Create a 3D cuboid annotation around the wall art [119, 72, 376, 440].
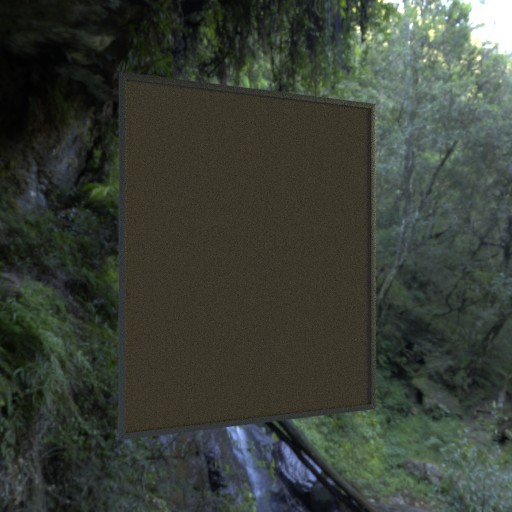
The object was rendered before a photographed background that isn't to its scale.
[{"bbox_3d":[0.000,0.000,0.752,0.445,0.553,0.039,0,0,-18],"label":"wall art"}]
